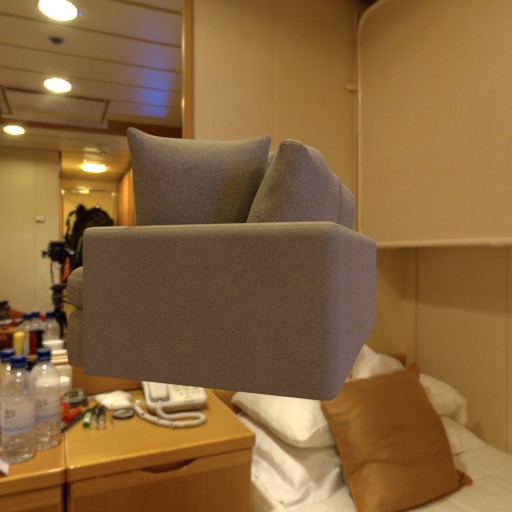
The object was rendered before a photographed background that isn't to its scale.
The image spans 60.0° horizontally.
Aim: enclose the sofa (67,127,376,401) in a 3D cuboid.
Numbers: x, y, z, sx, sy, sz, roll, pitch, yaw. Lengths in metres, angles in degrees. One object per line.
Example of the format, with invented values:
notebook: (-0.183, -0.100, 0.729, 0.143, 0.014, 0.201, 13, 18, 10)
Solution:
sofa: (0.000, 0.000, 2.571, 1.228, 1.080, 1.869, 0, 0, 19)
